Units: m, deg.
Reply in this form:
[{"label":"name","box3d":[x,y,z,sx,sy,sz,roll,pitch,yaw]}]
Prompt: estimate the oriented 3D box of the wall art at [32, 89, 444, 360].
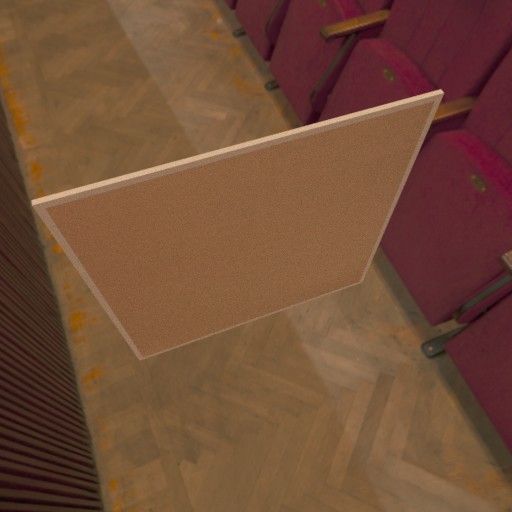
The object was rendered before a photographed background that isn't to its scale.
[{"label":"wall art","box3d":[0.000,0.000,1.168,0.809,0.809,0.012,-18,60,-11]}]
